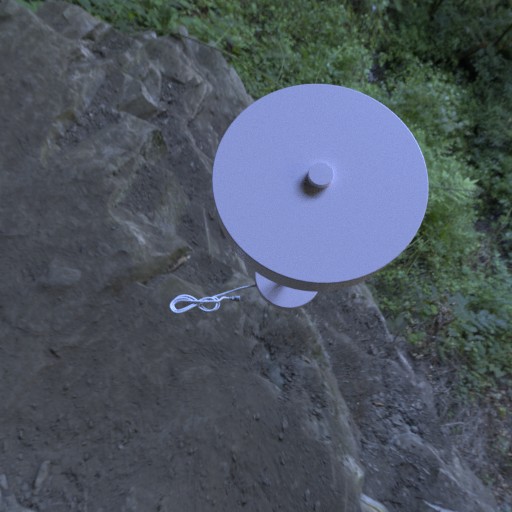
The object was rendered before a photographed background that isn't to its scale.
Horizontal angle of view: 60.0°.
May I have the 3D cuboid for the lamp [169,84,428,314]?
[{"bbox_3d":[0.000,0.000,0.699,0.369,0.508,0.229,-16,76,-4],"label":"lamp"}]
